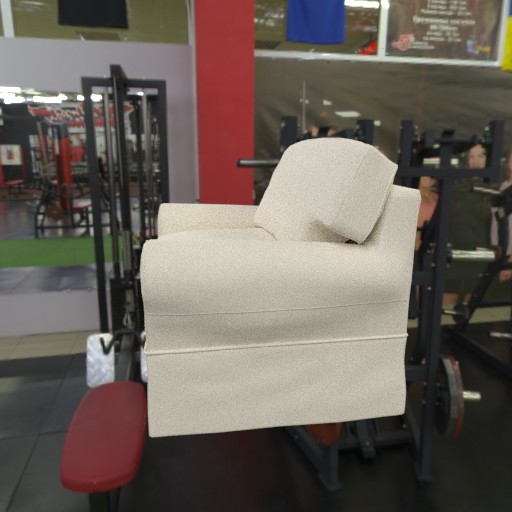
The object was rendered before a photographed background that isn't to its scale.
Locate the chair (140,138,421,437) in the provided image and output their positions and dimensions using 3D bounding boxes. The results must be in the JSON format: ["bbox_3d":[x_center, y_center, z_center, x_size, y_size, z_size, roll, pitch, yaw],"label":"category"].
[{"bbox_3d":[0.000,0.000,1.857,0.904,0.958,1.099,-2,14,-9],"label":"chair"}]
